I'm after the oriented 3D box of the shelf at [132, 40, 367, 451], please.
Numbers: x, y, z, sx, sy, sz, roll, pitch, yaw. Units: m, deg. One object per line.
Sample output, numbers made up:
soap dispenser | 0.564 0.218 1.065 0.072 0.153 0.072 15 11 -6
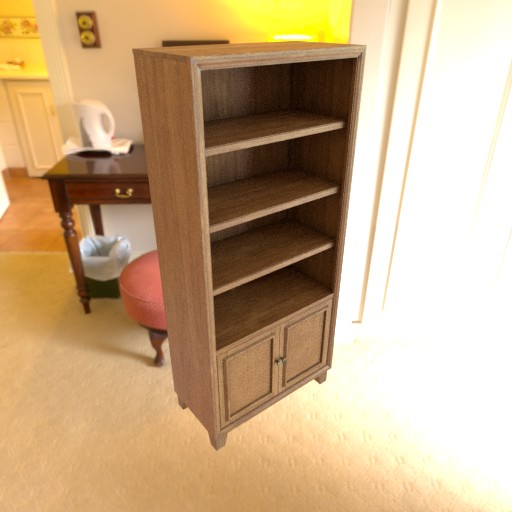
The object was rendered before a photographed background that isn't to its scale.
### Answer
shelf | 0.000 0.000 2.258 0.864 1.930 0.453 -21 35 -33
